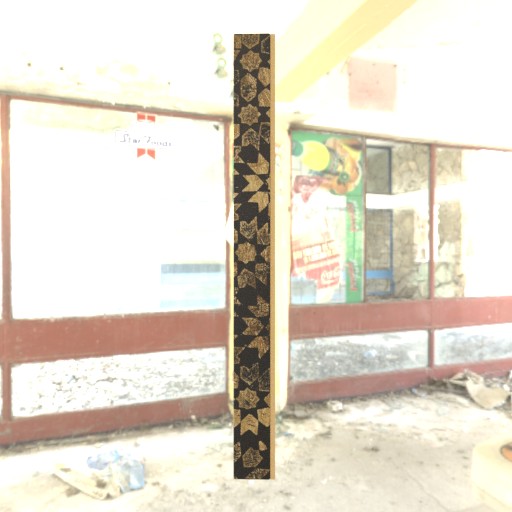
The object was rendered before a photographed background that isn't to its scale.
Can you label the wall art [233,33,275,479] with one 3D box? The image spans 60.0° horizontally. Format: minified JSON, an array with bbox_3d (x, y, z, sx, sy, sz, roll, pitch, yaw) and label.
[{"bbox_3d":[0.000,0.000,0.604,0.038,0.405,0.405,0,0,0],"label":"wall art"}]
